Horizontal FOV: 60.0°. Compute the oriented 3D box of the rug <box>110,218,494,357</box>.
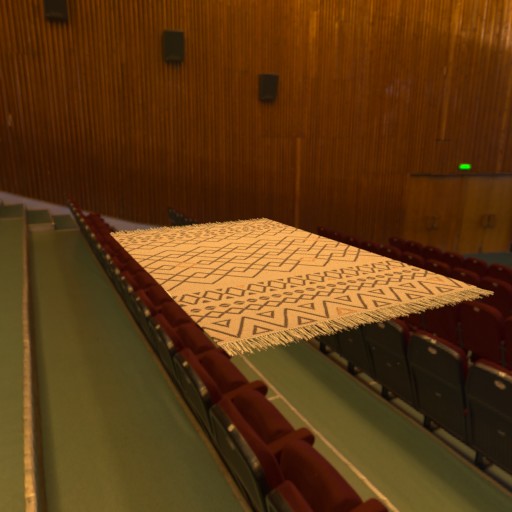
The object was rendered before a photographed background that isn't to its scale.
[{"bbox_3d":[0.000,0.000,2.449,1.224,0.028,2.023,-8,17,-26],"label":"rug"}]
